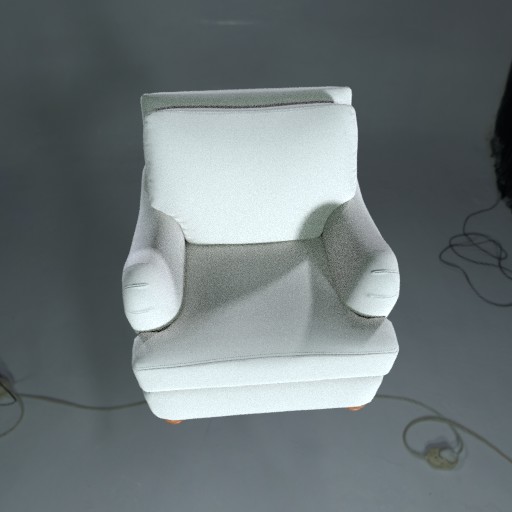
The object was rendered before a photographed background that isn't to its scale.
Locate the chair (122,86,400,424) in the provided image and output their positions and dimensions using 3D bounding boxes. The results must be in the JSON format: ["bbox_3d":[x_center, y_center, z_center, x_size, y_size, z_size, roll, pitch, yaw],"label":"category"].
[{"bbox_3d":[0.000,0.000,1.832,0.955,1.038,1.070,-3,46,-3],"label":"chair"}]
